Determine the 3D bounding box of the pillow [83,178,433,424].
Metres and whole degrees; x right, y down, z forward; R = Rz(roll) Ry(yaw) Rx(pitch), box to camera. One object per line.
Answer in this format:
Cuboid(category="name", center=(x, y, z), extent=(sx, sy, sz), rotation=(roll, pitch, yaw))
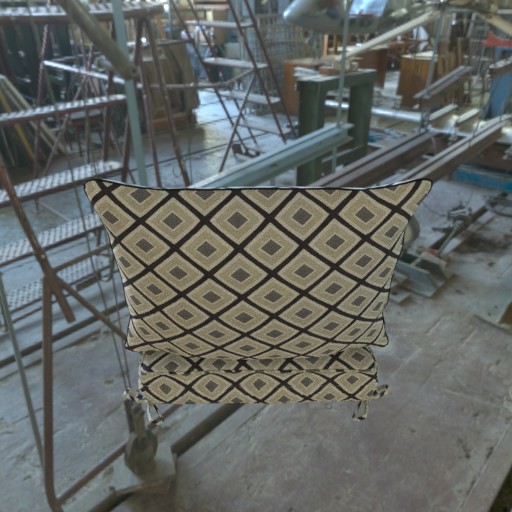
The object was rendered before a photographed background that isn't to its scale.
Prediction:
Cuboid(category="pillow", center=(0.000, 0.000, 1.382), extent=(0.798, 0.722, 0.733), rotation=(-1, 30, -1))
